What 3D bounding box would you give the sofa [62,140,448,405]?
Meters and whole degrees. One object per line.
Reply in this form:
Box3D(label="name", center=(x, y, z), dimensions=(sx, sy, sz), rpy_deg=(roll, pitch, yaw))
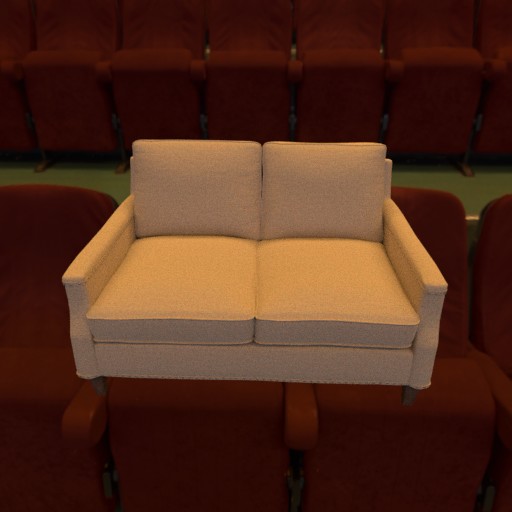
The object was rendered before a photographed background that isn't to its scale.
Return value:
Box3D(label="sofa", center=(0.000, 0.000, 2.267), dimensions=(1.597, 1.003, 1.084), rpy_deg=(1, 29, 2))
